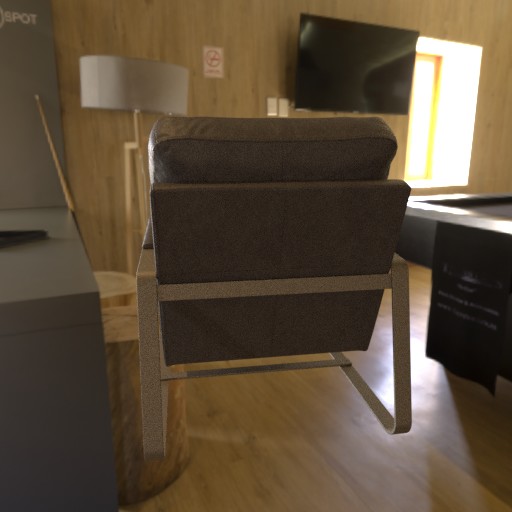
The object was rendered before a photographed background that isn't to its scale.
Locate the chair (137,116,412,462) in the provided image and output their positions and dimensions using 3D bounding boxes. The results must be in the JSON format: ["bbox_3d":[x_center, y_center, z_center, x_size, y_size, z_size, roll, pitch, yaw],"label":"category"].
[{"bbox_3d":[0.000,0.000,1.451,0.692,0.839,0.878,-2,14,-9],"label":"chair"}]
